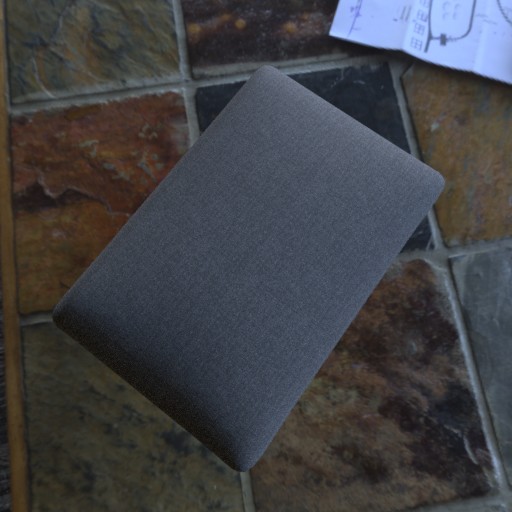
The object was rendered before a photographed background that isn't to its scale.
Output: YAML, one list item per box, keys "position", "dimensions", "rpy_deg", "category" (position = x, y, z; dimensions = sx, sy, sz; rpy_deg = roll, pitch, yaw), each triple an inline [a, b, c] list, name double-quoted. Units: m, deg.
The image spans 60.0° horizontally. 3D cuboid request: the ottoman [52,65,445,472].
- position: [0.000, 0.000, 1.416]
  dimensions: [0.711, 0.483, 1.041]
  rpy_deg: [36, 79, 8]
  category: "ottoman"
